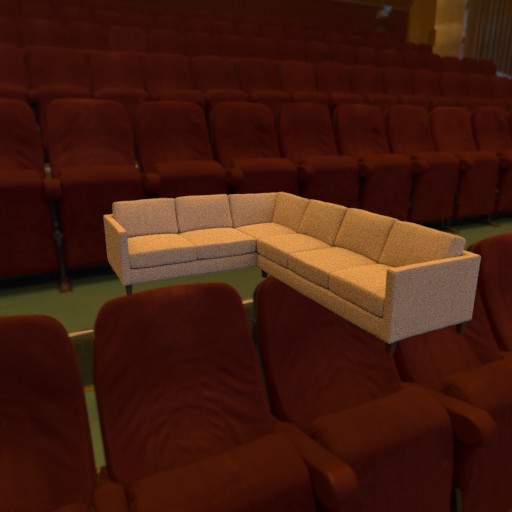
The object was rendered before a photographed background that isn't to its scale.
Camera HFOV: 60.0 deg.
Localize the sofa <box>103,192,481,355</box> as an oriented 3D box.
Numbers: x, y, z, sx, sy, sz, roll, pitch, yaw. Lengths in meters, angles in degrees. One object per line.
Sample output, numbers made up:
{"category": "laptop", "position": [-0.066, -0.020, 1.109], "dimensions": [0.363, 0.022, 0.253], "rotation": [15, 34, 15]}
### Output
{"category": "sofa", "position": [0.000, 0.000, 4.418], "dimensions": [2.432, 0.863, 3.182], "rotation": [-8, 18, -26]}
